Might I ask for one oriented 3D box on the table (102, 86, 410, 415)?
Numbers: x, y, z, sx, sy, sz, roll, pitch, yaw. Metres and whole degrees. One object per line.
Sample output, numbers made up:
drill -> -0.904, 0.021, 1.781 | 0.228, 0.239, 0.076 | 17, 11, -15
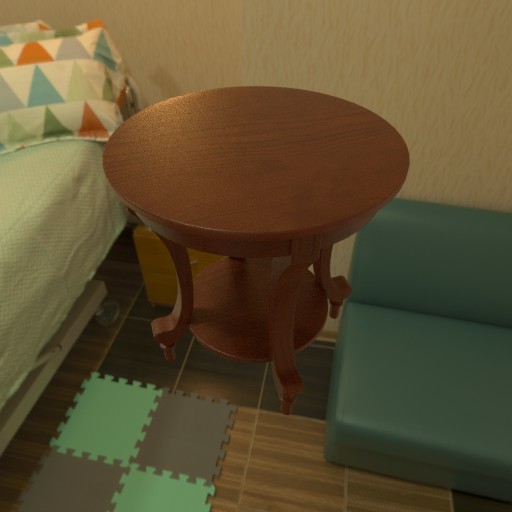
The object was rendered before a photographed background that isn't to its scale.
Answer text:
table -> 0.000, 0.000, 1.087 | 0.597, 0.612, 0.597 | 0, 41, 0
